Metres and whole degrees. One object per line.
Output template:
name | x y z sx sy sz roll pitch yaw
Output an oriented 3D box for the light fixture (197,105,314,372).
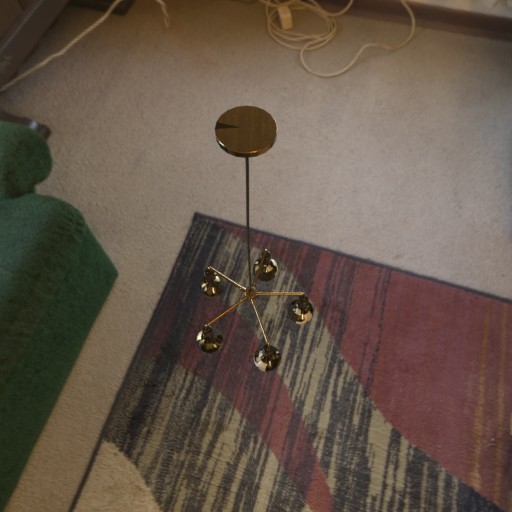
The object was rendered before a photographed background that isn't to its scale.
light fixture | 0.000 0.000 1.220 0.421 0.988 0.438 -1 63 0
